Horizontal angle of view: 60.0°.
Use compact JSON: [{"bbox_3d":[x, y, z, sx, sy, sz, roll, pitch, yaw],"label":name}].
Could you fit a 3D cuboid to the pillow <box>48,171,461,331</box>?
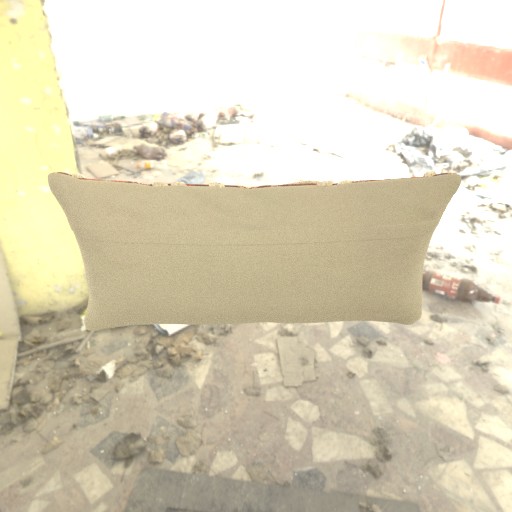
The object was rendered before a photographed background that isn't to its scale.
[{"bbox_3d":[0.000,0.000,0.726,0.608,0.295,0.161,-1,32,-1],"label":"pillow"}]
